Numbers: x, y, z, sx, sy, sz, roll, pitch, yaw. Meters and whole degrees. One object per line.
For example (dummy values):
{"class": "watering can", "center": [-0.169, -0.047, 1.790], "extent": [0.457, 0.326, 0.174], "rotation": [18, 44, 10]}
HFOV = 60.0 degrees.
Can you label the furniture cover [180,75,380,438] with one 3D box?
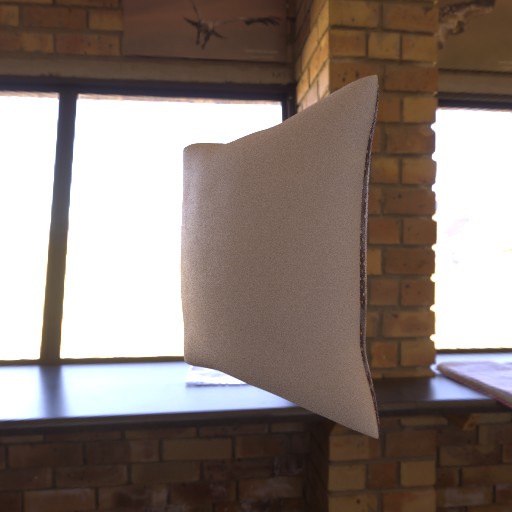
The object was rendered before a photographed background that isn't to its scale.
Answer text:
{"class": "furniture cover", "center": [0.000, 0.000, 0.827], "extent": [0.193, 0.509, 0.552], "rotation": [-1, 1, -38]}
